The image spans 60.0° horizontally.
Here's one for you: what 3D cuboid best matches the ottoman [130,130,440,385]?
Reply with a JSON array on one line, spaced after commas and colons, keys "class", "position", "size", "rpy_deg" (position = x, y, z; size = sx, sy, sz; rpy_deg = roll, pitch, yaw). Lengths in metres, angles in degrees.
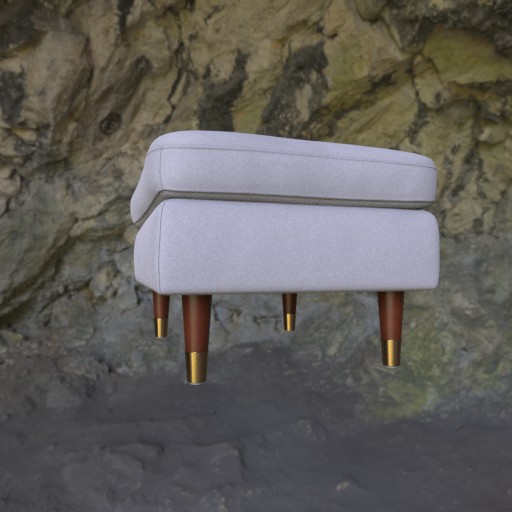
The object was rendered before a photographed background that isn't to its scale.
[{"class": "ottoman", "position": [0.000, 0.000, 1.126], "size": [0.593, 0.478, 0.747], "rpy_deg": [1, -2, -19]}]
